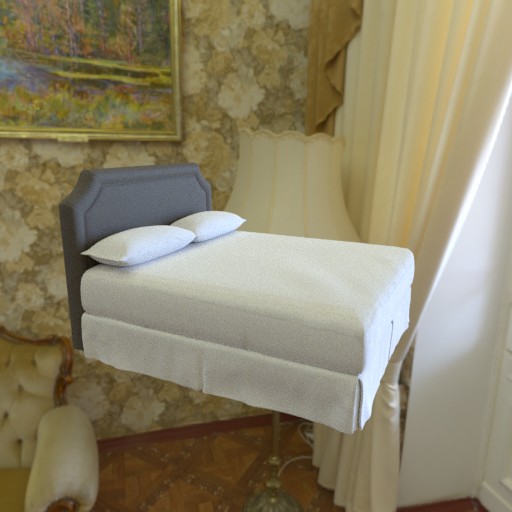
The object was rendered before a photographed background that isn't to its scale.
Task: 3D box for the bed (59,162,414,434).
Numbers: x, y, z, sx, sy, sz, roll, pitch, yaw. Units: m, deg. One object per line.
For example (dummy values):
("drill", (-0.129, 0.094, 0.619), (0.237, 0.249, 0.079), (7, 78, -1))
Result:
("bed", (0.000, 0.000, 4.026), (2.536, 1.561, 2.194), (7, 16, 26))
